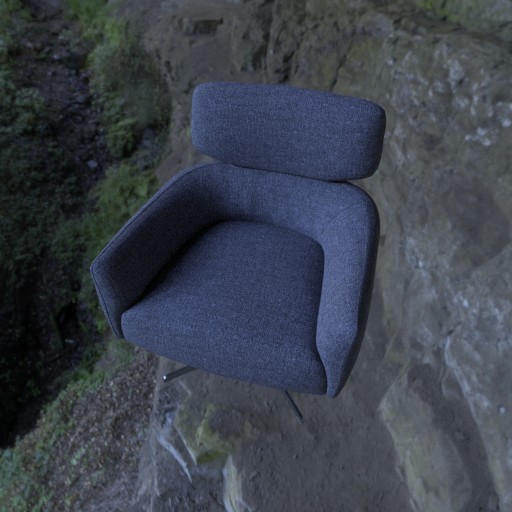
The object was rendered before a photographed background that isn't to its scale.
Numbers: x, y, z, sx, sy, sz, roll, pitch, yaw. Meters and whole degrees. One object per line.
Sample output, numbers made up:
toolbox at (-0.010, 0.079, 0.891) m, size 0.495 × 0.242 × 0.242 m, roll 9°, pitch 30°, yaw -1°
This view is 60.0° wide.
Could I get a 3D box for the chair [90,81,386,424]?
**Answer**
chair at (0.000, 0.000, 1.350) m, size 0.706 × 0.812 × 0.715 m, roll 12°, pitch 43°, yaw 13°
